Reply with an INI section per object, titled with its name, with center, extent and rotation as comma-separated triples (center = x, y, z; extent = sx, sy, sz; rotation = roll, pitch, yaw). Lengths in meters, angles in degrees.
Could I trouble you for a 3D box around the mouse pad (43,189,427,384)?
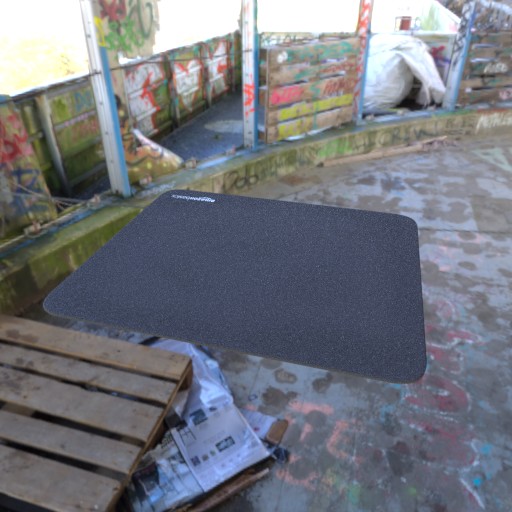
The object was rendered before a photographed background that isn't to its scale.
[mouse pad]
center = 0.000, 0.000, 0.350
extent = 0.249, 0.002, 0.211
rotation = 8, 33, 13
